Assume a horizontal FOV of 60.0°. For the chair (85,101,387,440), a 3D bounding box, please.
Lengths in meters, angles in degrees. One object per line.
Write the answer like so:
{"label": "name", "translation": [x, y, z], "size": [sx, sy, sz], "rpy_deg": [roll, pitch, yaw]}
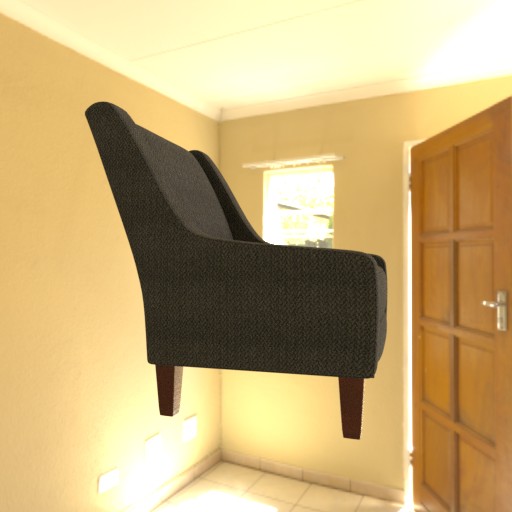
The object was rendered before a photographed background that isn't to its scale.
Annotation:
{"label": "chair", "translation": [0.000, 0.000, 1.675], "size": [0.944, 1.012, 0.793], "rpy_deg": [0, -1, 18]}
